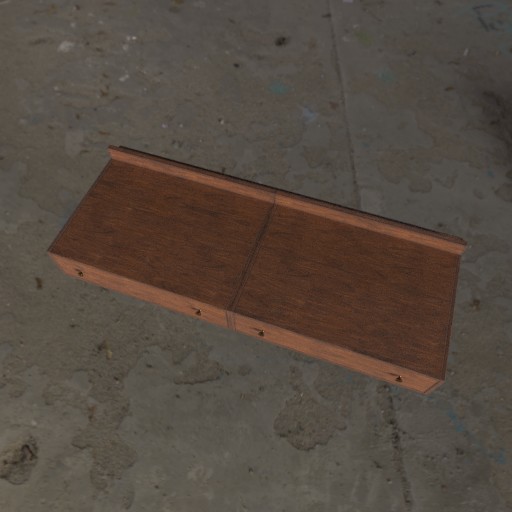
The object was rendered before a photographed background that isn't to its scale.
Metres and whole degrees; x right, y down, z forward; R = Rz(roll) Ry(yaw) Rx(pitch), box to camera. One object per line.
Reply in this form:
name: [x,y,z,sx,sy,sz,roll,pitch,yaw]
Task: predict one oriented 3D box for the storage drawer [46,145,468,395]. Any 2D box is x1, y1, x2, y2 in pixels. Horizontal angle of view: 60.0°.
storage drawer: [0.000,0.000,2.253,1.914,0.339,0.774,17,61,10]
